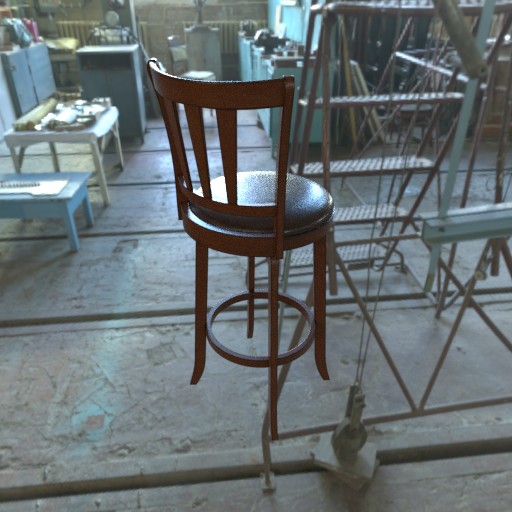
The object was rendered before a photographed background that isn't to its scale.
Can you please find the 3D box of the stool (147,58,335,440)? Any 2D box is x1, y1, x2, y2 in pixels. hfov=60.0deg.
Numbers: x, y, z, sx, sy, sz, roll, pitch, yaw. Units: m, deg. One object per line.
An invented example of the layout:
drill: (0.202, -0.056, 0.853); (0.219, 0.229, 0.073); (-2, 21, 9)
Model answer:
stool: (0.000, 0.000, 1.439); (0.464, 1.177, 0.503); (22, 37, 32)
